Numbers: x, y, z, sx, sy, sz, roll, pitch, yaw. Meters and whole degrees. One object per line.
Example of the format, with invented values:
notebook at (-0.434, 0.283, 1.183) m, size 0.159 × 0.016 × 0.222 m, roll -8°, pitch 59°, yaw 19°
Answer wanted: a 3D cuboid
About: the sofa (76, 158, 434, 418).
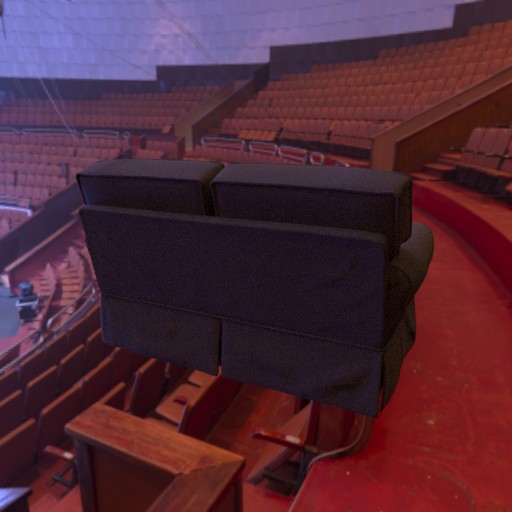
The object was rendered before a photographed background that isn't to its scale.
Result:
sofa at (0.000, 0.000, 2.447) m, size 1.801 × 1.059 × 0.997 m, roll 8°, pitch 18°, yaw 25°
